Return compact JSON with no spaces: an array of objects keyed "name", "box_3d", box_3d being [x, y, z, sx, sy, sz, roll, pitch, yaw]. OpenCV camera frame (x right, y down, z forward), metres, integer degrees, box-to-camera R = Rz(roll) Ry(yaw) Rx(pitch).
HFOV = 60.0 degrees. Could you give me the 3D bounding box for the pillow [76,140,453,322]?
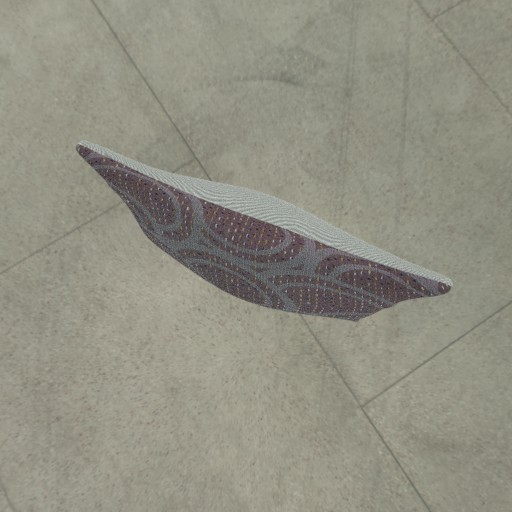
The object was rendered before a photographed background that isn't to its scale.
[{"name":"pillow","box_3d":[0.000,0.000,0.807,0.514,0.513,0.163,21,78,5]}]
